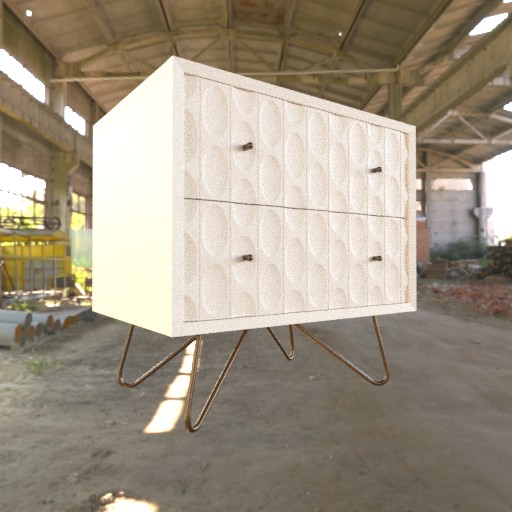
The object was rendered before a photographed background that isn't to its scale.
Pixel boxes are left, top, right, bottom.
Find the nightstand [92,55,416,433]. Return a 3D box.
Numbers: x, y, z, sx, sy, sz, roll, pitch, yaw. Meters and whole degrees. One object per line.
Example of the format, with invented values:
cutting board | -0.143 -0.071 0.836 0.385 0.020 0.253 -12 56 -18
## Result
nightstand | 0.000 0.000 1.023 0.614 0.604 0.447 0 -1 -35
